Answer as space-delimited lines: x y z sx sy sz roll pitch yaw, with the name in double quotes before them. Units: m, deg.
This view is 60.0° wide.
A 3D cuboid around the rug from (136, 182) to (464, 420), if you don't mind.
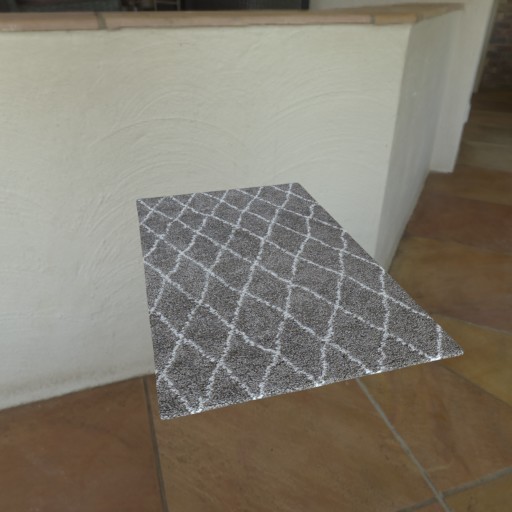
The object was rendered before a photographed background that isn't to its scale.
"rug" 0.000 0.000 3.079 1.524 0.030 2.438 -8 31 -13
